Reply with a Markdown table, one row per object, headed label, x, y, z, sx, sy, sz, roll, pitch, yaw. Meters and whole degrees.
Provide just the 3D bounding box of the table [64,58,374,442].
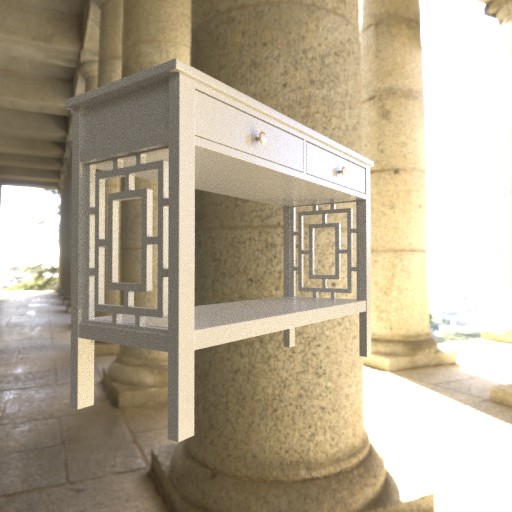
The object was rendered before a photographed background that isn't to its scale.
| label | x | y | z | sx | sy | sz | roll | pitch | yaw |
| --- | --- | --- | --- | --- | --- | --- | --- | --- | --- |
| table | 0.000 | 0.000 | 1.402 | 0.397 | 0.753 | 1.068 | -1 | -1 | 35 |
